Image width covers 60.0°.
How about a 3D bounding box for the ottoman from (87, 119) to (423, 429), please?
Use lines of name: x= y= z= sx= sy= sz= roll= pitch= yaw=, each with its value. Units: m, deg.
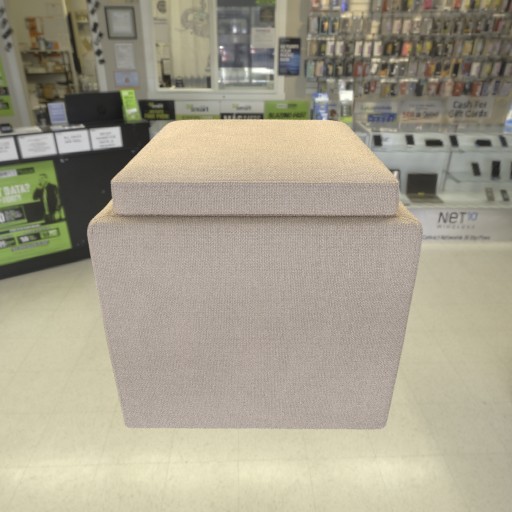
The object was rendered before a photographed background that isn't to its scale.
ottoman: x=0.000 y=0.000 z=0.831 sx=0.450 sy=0.460 sz=0.451 roll=0 pitch=27 yaw=0
